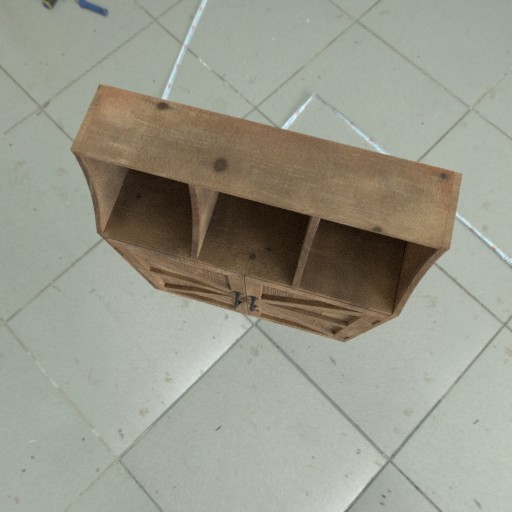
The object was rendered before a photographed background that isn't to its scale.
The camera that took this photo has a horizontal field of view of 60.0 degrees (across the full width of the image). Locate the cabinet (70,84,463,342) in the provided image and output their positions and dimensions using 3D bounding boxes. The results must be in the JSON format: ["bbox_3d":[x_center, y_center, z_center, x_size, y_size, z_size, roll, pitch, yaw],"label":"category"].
[{"bbox_3d":[0.000,0.000,0.834,0.489,0.590,0.184,15,74,4],"label":"cabinet"}]
